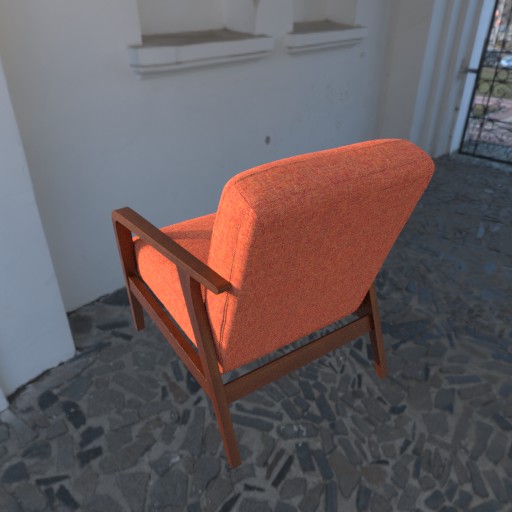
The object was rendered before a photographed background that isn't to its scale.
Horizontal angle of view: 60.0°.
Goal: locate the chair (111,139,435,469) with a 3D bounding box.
[{"bbox_3d":[0.000,0.000,1.519,0.719,0.890,0.860,-19,35,-29],"label":"chair"}]
